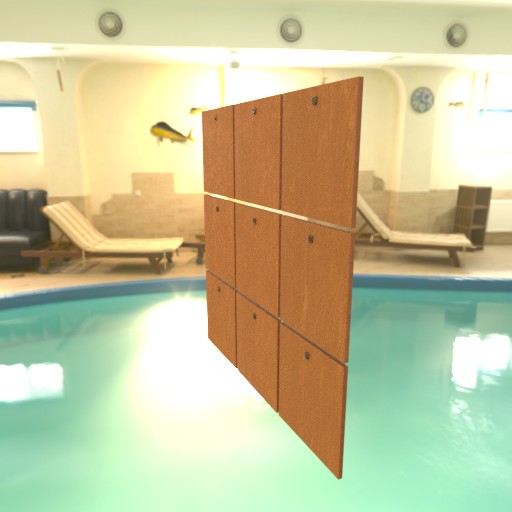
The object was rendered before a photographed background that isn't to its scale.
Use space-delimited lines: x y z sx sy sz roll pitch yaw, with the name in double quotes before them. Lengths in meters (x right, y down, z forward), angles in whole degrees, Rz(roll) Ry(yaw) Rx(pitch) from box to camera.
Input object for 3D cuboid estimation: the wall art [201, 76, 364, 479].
"wall art" 0.000 0.000 1.363 0.018 0.913 0.915 -7 15 -25
